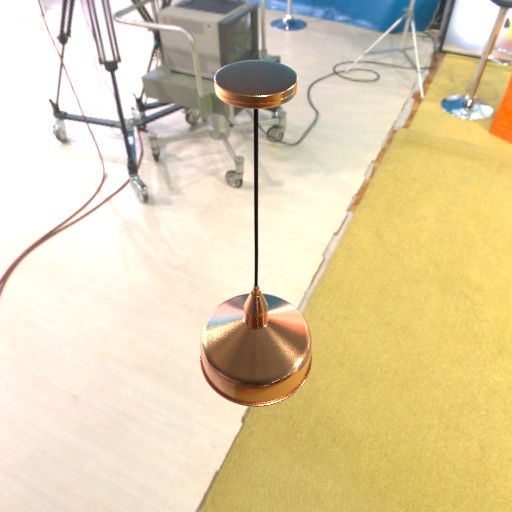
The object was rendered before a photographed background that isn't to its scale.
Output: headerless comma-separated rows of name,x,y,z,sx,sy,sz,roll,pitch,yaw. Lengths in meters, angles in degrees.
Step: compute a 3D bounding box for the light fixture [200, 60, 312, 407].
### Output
light fixture,0.000,0.000,0.921,0.301,0.754,0.301,-9,46,-9
